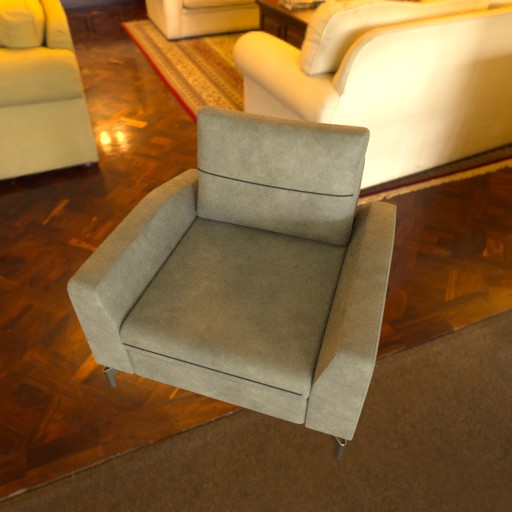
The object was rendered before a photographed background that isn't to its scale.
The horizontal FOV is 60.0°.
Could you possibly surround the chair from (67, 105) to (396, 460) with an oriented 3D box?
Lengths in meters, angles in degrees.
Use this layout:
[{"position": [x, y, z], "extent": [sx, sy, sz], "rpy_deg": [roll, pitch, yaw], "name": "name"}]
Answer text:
[{"position": [0.000, 0.000, 1.571], "extent": [0.900, 0.800, 0.900], "rpy_deg": [12, 43, 13], "name": "chair"}]
